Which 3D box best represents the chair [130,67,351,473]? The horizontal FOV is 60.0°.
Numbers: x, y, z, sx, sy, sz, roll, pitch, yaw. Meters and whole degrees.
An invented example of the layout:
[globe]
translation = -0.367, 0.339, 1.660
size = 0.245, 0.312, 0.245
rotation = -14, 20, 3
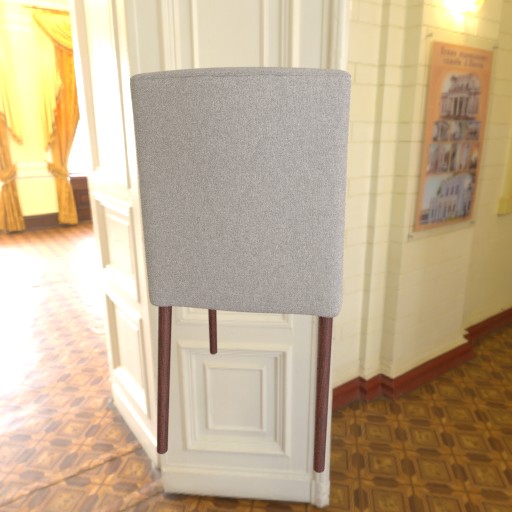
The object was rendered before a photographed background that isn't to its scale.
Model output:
[chair]
translation = 0.000, 0.000, 1.170
size = 0.456, 0.859, 0.570
rotation = 3, 16, 9
